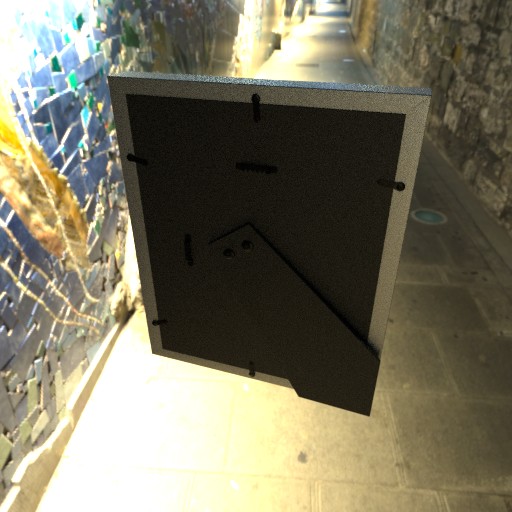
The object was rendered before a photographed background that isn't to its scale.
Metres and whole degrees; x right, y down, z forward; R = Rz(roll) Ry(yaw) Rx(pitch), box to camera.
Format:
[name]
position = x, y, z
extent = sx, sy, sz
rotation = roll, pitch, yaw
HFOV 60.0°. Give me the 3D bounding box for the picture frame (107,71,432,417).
[picture frame]
position = 0.000, 0.000, 0.382
extent = 0.233, 0.282, 0.036
rotation = 10, 32, 16
